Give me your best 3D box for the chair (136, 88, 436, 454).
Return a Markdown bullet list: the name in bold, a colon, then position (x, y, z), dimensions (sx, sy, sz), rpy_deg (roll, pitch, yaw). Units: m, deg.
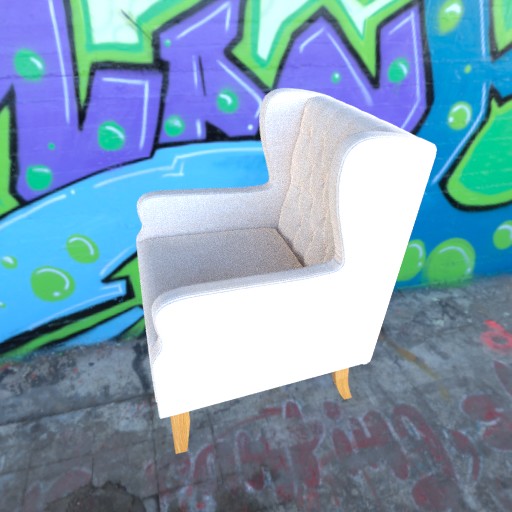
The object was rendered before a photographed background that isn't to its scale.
- **chair**: position (0.000, 0.000, 1.463), dimensions (0.760, 0.930, 0.710), rpy_deg (-8, 32, -14)
